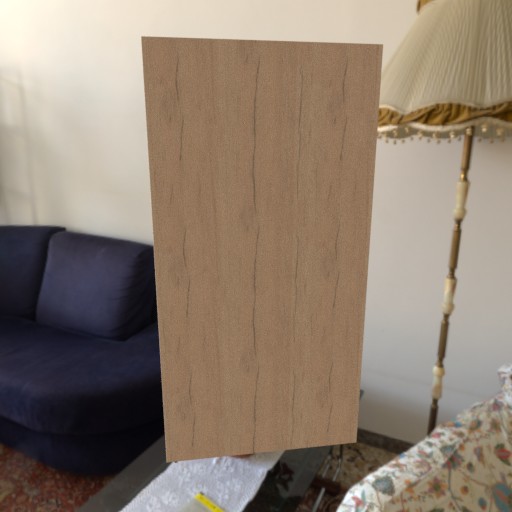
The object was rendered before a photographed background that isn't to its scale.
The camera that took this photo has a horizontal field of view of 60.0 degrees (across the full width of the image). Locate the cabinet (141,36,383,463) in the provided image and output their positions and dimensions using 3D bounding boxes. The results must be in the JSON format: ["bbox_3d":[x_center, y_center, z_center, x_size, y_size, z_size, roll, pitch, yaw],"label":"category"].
[{"bbox_3d":[0.000,0.000,2.290,0.980,1.930,0.580,-2,15,-9],"label":"cabinet"}]
